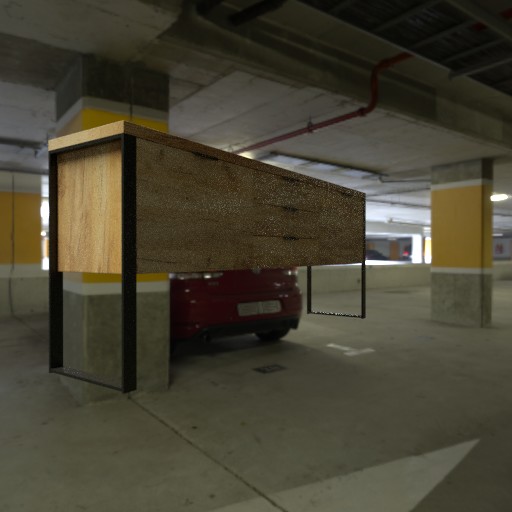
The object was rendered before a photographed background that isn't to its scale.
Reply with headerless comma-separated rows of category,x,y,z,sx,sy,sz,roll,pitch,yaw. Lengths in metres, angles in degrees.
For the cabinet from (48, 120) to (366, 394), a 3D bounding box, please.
cabinet,0.000,0.000,2.075,0.395,0.762,1.800,0,0,35
